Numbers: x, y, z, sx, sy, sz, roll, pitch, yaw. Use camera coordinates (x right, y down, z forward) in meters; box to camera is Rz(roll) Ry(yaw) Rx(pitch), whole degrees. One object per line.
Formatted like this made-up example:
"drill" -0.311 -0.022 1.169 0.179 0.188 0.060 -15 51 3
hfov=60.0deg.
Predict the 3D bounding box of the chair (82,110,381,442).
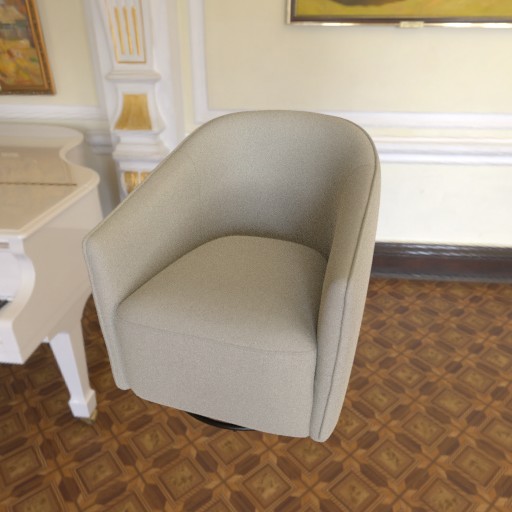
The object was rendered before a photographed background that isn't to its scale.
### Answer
"chair" 0.000 0.000 1.466 0.747 0.799 0.875 9 29 16
